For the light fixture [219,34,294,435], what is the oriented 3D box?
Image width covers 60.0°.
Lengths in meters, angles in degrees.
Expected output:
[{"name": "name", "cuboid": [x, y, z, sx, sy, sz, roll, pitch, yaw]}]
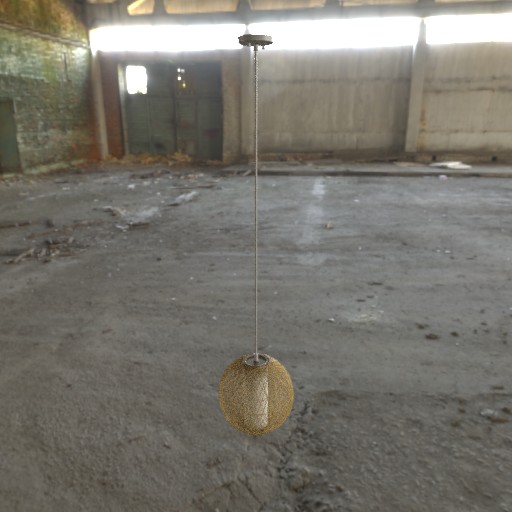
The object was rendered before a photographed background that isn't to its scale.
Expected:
[{"name": "light fixture", "cuboid": [0.000, 0.000, 2.180, 0.406, 1.955, 0.407, 3, 17, 9]}]
